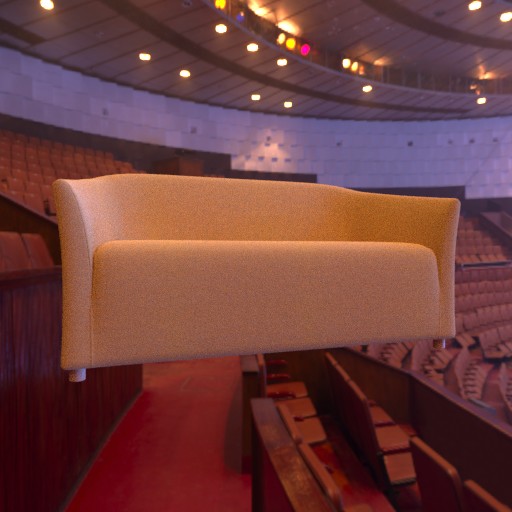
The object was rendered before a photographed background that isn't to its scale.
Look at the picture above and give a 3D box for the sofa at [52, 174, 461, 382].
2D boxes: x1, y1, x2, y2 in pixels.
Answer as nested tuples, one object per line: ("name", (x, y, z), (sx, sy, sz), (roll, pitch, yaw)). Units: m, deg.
("sofa", (0.000, 0.000, 1.804), (1.452, 0.721, 0.705), (0, 1, -19))
